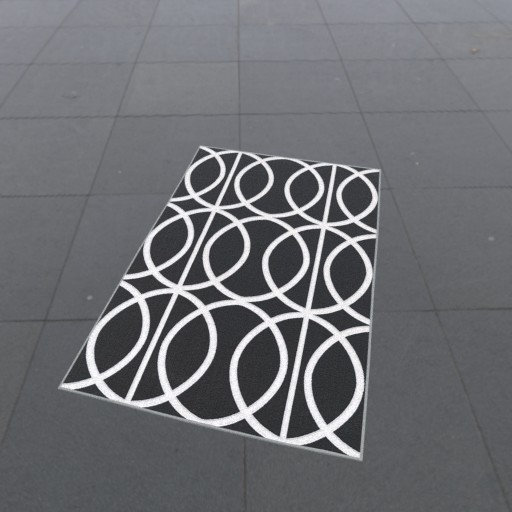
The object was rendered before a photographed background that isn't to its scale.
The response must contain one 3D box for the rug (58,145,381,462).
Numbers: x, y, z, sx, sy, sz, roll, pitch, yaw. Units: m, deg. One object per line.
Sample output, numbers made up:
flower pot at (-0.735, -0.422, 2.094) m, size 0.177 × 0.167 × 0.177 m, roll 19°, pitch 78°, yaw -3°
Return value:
rug at (0.000, 0.000, 2.870) m, size 1.526 × 0.014 × 2.290 m, roll 10°, pitch 47°, yaw 9°
